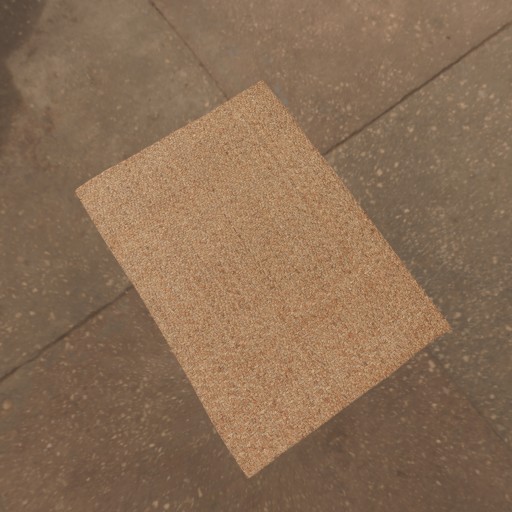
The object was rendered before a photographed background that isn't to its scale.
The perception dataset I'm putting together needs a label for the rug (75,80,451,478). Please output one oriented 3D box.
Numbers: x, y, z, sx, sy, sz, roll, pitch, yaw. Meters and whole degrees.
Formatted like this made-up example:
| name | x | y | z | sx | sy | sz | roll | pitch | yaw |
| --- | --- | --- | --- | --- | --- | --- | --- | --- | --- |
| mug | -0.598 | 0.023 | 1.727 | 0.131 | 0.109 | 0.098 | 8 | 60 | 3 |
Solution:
| name | x | y | z | sx | sy | sz | roll | pitch | yaw |
| --- | --- | --- | --- | --- | --- | --- | --- | --- | --- |
| rug | 0.000 | 0.000 | 2.866 | 1.566 | 0.013 | 2.141 | -33 | 78 | -8 |
